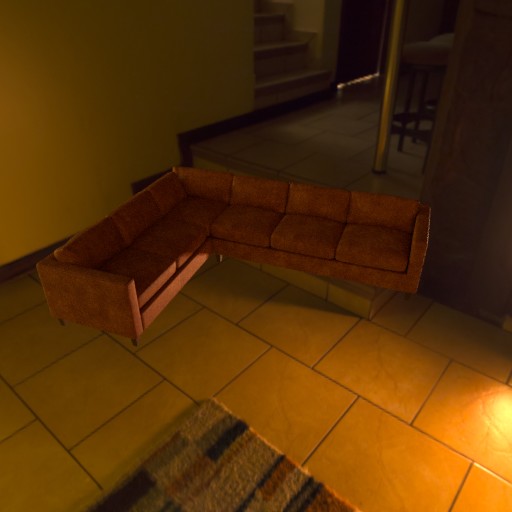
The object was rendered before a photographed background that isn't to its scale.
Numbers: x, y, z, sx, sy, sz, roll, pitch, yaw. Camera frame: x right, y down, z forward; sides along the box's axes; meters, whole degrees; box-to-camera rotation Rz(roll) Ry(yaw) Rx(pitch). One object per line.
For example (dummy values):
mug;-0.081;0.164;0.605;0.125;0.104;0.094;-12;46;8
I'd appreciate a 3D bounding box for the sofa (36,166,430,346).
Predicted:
sofa;0.000;0.000;4.454;3.150;0.838;2.438;11;33;17
